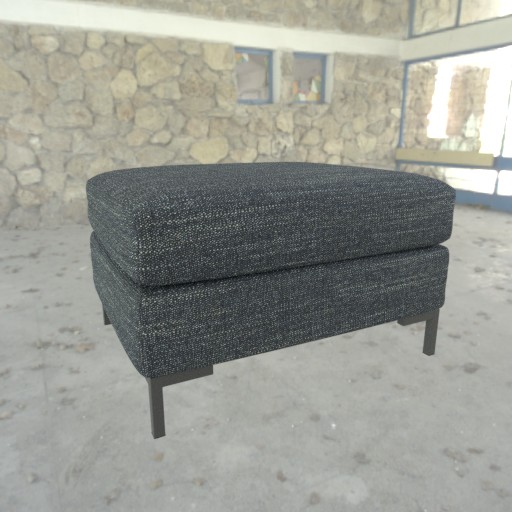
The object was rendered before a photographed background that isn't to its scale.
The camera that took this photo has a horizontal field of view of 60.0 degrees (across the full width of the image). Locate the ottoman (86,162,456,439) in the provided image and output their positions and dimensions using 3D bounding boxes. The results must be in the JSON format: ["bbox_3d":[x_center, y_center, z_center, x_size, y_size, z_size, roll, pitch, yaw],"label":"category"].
[{"bbox_3d":[0.000,0.000,1.231,0.814,0.491,0.667,-8,17,-26],"label":"ottoman"}]
